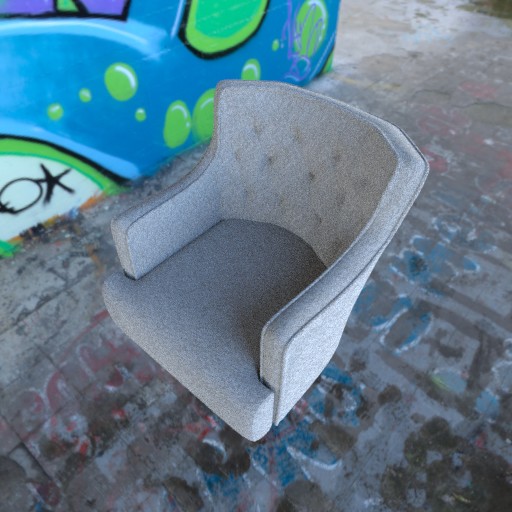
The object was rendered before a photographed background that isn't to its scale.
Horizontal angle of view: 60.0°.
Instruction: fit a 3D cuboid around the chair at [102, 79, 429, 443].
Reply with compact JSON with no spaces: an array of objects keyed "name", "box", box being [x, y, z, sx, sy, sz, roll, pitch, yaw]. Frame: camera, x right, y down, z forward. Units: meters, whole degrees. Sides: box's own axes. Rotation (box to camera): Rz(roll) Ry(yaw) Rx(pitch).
[{"name":"chair","box":[0.000,0.000,1.657,0.820,0.920,0.910,32,54,27]}]
